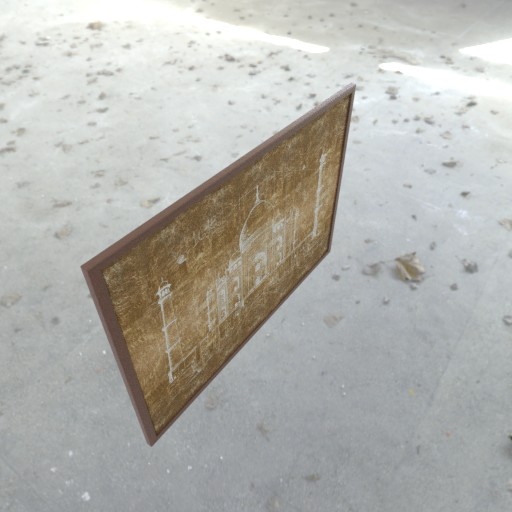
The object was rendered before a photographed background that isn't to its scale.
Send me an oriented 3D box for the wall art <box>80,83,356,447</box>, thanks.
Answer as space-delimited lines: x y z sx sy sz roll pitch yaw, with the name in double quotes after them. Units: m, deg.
0.000 0.000 0.852 0.014 0.455 0.660 27 49 26 "wall art"
